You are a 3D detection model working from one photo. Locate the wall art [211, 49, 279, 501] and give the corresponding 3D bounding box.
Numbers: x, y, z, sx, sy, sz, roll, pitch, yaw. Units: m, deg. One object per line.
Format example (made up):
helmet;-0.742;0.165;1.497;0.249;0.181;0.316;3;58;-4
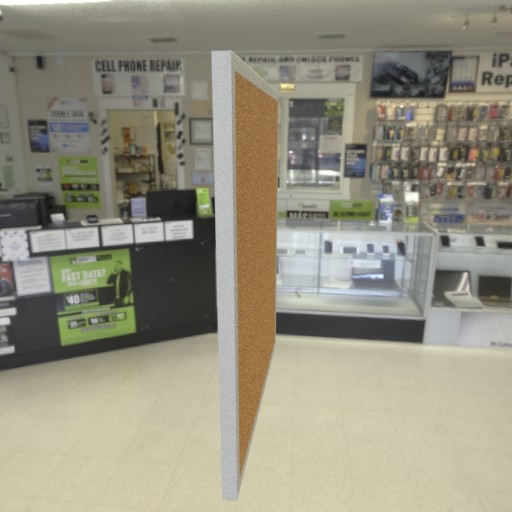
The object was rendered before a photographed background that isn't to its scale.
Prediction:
wall art;0.000;0.000;0.716;0.020;0.536;0.444;2;15;9
